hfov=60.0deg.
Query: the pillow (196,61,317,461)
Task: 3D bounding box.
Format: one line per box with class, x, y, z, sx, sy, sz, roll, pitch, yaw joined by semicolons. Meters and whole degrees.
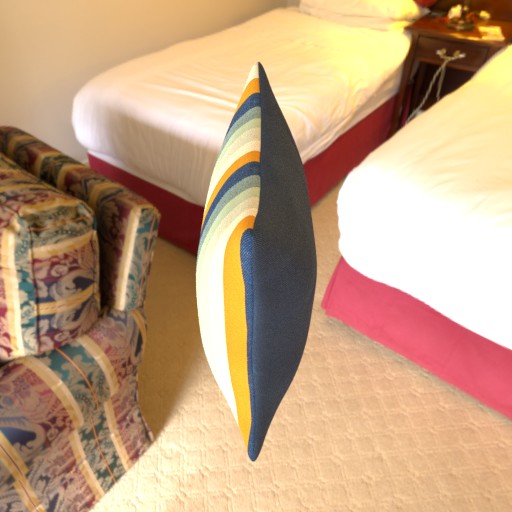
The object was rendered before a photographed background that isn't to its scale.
pillow;0.000;0.000;0.708;0.173;0.454;0.463;1;41;1
